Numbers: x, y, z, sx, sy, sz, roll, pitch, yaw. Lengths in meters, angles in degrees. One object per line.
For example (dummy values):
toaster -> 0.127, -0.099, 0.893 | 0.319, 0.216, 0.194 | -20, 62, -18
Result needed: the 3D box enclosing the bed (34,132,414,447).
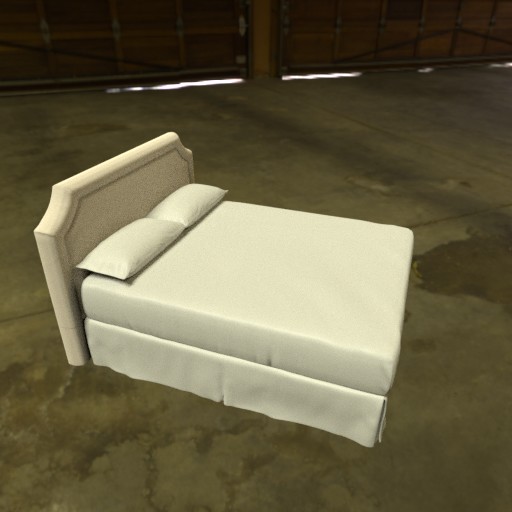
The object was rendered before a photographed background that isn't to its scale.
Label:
bed -> 0.000, 0.000, 3.234 | 2.164, 1.297, 1.828 | 11, 31, 18
